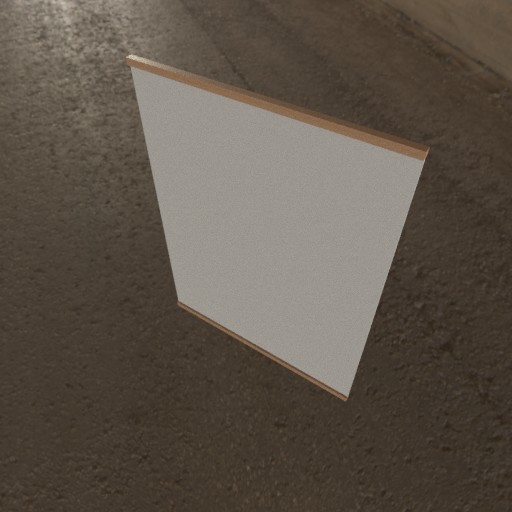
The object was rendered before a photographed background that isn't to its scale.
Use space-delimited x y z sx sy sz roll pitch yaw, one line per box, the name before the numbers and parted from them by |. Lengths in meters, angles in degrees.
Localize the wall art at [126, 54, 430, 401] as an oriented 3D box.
wall art | 0.000 0.000 0.800 0.459 0.608 0.012 26 51 22
